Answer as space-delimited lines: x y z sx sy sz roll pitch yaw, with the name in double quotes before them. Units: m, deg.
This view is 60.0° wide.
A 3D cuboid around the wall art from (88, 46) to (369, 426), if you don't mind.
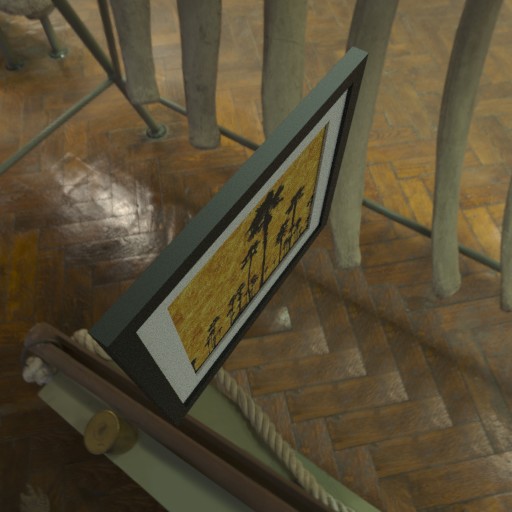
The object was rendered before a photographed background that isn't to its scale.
"wall art" 0.000 0.000 0.758 0.028 0.460 0.561 31 65 17
